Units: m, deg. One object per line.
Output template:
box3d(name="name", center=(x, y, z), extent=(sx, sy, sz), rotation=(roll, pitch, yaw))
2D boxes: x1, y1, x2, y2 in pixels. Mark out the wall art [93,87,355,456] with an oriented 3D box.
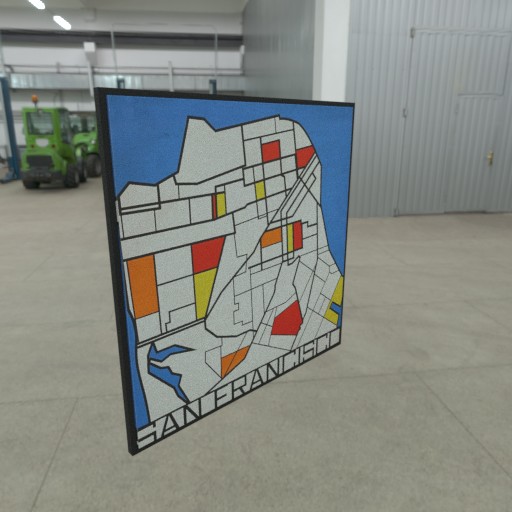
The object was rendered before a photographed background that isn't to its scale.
box3d(name="wall art", center=(0.000, 0.000, 0.676), extent=(0.458, 0.457, 0.013), rotation=(-15, 22, -41))
